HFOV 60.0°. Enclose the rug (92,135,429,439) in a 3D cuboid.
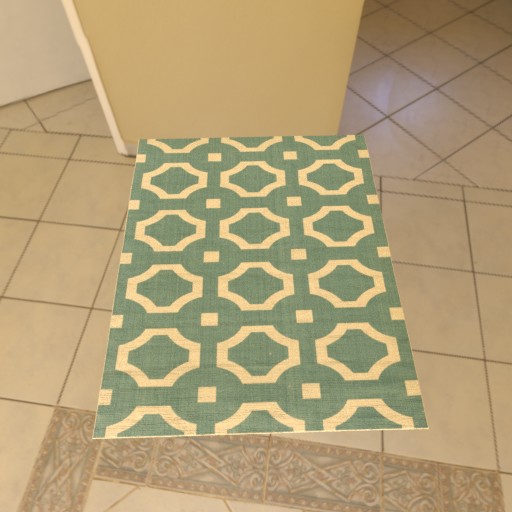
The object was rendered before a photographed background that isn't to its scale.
[{"bbox_3d":[0.000,0.000,4.035,2.466,0.021,3.049,-1,58,-1],"label":"rug"}]
